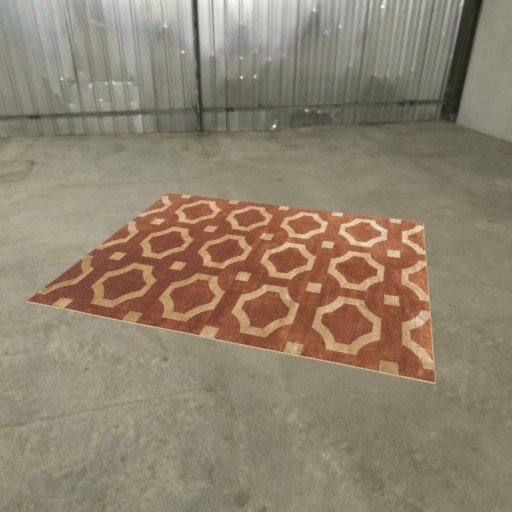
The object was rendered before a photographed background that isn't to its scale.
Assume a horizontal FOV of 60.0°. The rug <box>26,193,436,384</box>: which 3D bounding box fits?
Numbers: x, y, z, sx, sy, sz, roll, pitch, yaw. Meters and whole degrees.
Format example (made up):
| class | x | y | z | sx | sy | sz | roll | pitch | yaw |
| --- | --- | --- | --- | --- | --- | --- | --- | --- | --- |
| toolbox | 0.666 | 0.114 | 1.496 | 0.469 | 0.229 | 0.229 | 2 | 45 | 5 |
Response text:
| class | x | y | z | sx | sy | sz | roll | pitch | yaw |
| --- | --- | --- | --- | --- | --- | --- | --- | --- | --- |
| rug | 0.000 | 0.000 | 4.141 | 3.049 | 0.021 | 2.466 | 8 | 30 | 15 |
